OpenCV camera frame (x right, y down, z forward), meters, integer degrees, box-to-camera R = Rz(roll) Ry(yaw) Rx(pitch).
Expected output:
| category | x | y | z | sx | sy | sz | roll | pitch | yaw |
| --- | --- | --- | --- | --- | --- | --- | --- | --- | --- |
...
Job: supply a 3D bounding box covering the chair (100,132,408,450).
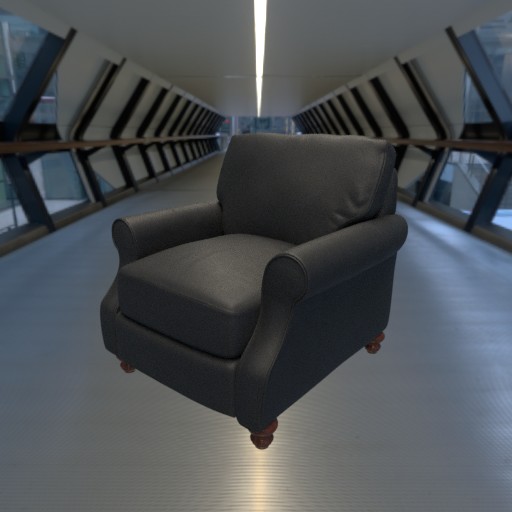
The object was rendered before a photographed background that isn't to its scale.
| category | x | y | z | sx | sy | sz | roll | pitch | yaw |
| --- | --- | --- | --- | --- | --- | --- | --- | --- | --- |
| chair | 0.000 | 0.000 | 1.808 | 1.015 | 0.960 | 1.027 | 16 | 22 | 42 |
